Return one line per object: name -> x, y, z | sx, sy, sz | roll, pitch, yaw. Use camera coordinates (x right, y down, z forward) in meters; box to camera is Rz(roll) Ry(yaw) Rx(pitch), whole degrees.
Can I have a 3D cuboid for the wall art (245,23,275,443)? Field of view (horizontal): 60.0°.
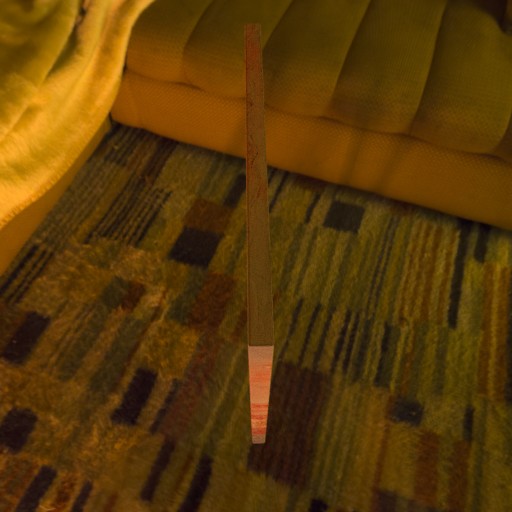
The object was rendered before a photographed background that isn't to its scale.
wall art -> 0.000, 0.000, 1.097 | 0.035, 0.747, 0.747 | -1, 58, -1
